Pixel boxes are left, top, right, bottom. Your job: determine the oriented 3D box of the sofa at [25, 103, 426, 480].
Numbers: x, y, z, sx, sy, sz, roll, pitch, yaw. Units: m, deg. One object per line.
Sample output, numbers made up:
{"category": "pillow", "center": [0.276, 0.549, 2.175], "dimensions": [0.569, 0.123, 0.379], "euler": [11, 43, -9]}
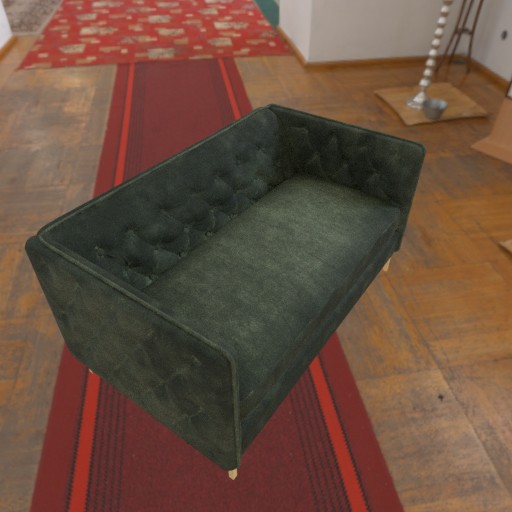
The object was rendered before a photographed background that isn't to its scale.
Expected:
{"category": "sofa", "center": [0.000, 0.000, 1.999], "dimensions": [0.895, 0.768, 1.537], "euler": [25, 46, 26]}
